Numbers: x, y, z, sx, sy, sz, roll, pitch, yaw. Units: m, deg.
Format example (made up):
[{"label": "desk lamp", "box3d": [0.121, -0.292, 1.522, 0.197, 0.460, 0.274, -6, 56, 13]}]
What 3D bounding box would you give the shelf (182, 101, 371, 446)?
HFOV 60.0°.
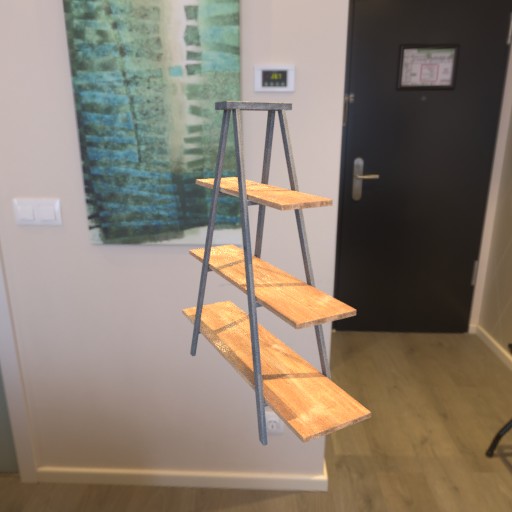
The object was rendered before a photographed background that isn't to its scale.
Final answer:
[{"label": "shelf", "box3d": [0.000, 0.000, 2.759, 0.508, 1.808, 1.746, -9, 18, -27]}]
